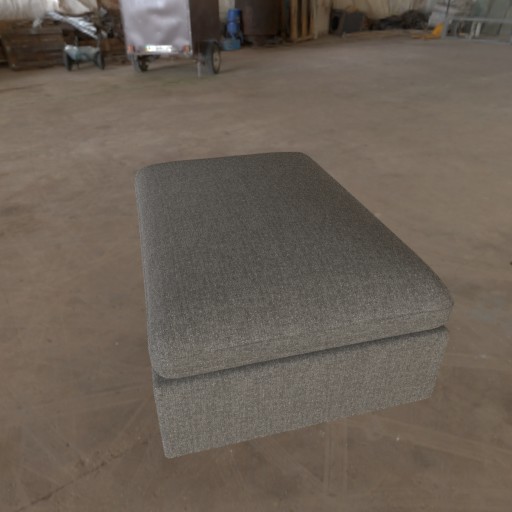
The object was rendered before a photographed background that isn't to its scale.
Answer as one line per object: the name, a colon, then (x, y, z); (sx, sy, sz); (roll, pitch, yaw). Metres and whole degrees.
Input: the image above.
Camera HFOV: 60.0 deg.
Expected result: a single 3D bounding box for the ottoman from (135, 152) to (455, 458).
ottoman: (0.000, 0.000, 1.430); (0.711, 0.483, 1.041); (-8, 33, -13)
